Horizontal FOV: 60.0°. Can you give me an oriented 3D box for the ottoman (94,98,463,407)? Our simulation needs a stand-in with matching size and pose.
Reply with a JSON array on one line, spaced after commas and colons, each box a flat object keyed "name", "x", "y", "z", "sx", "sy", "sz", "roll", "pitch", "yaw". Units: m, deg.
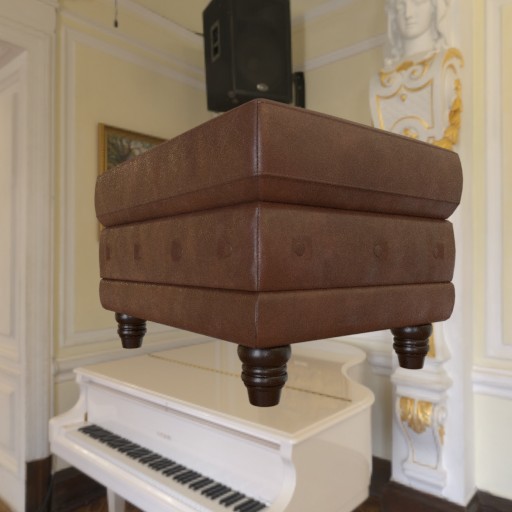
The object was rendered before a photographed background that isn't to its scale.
[{"name": "ottoman", "x": 0.000, "y": 0.000, "z": 1.132, "sx": 0.588, "sy": 0.509, "sz": 0.795, "roll": 0, "pitch": -1, "yaw": -37}]
